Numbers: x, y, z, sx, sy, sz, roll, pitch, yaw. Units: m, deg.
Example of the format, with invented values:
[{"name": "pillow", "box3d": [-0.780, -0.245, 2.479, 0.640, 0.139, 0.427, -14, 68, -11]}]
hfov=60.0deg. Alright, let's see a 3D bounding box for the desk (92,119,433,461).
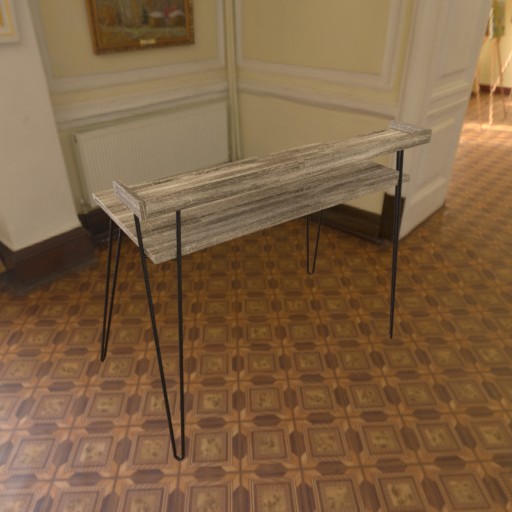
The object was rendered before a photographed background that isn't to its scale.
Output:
[{"name": "desk", "box3d": [0.000, 0.000, 1.641, 1.135, 0.899, 0.605, -20, 36, -30]}]
